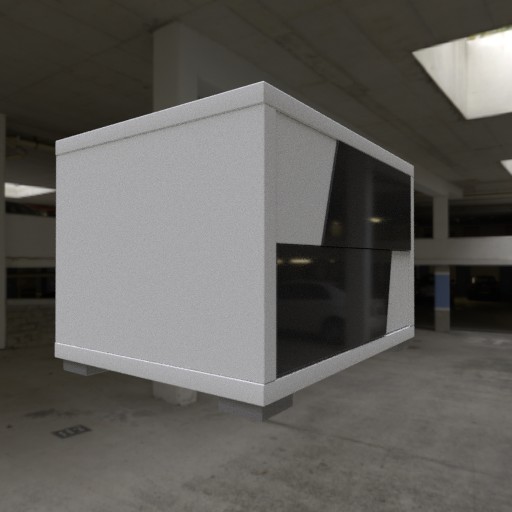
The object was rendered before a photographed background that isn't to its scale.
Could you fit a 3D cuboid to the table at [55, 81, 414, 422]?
[{"bbox_3d":[0.000,0.000,0.783,0.399,0.357,0.517,0,-1,36],"label":"table"}]
